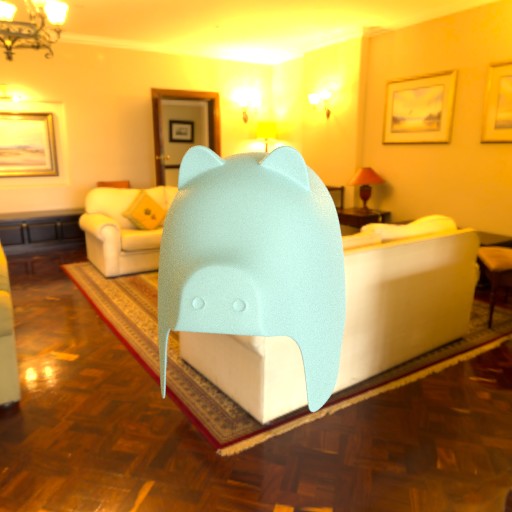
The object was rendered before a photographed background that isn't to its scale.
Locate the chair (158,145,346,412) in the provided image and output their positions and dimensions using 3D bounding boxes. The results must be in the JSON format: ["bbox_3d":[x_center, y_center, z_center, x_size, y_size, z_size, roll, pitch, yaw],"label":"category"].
[{"bbox_3d":[0.000,0.000,0.878,0.364,0.423,0.619,2,14,9],"label":"chair"}]
